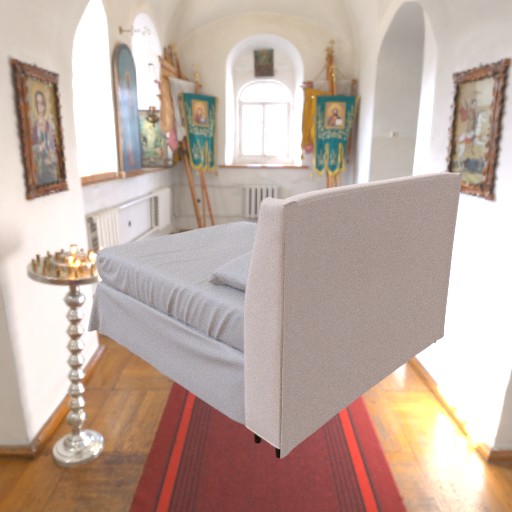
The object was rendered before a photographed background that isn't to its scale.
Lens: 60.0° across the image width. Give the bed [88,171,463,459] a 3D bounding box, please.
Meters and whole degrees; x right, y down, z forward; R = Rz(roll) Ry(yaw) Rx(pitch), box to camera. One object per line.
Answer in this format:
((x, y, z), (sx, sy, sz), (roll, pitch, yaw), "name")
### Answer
((0.000, 0.000, 3.426), (1.925, 1.332, 2.276), (-15, 22, -43), "bed")
